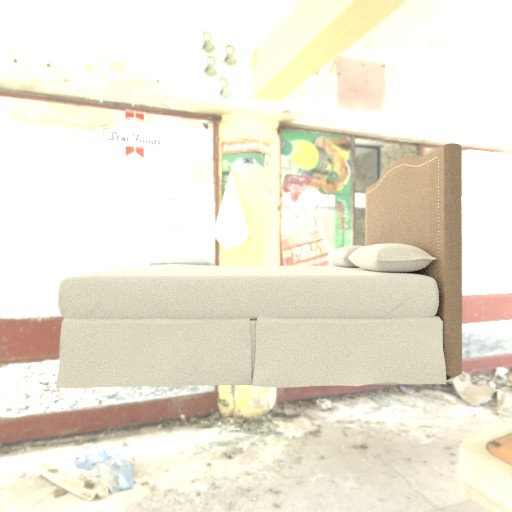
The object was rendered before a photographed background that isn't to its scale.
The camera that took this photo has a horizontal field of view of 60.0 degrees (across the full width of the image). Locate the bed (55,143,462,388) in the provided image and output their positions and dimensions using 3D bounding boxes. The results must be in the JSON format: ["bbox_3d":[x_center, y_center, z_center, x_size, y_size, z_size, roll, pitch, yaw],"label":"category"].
[{"bbox_3d":[0.000,0.000,3.306,2.282,1.436,1.821,0,0,-1],"label":"bed"}]
